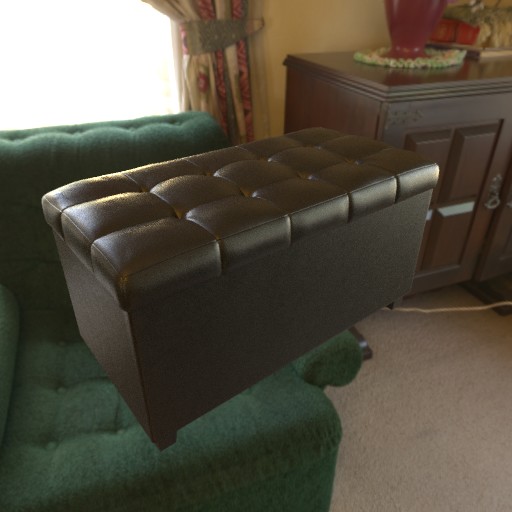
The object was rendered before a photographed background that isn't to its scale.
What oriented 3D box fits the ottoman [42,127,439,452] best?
[{"bbox_3d":[0.000,0.000,1.112,0.838,0.470,0.432,-22,37,-32],"label":"ottoman"}]
